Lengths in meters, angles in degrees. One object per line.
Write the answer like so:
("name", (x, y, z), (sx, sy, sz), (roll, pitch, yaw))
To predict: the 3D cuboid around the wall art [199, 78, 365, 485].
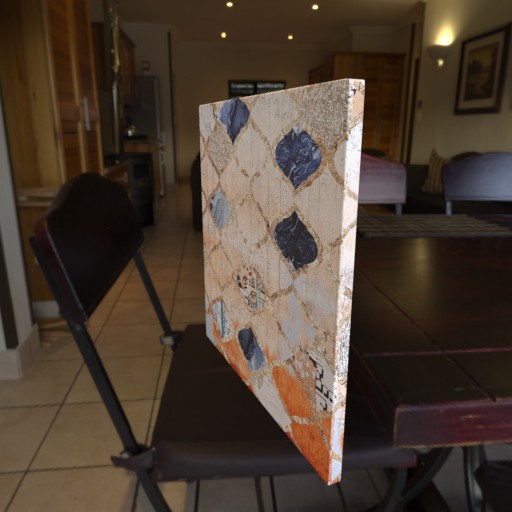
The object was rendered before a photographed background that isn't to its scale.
("wall art", (0.000, 0.000, 1.345), (0.039, 0.914, 0.912), (-7, 17, -24))
